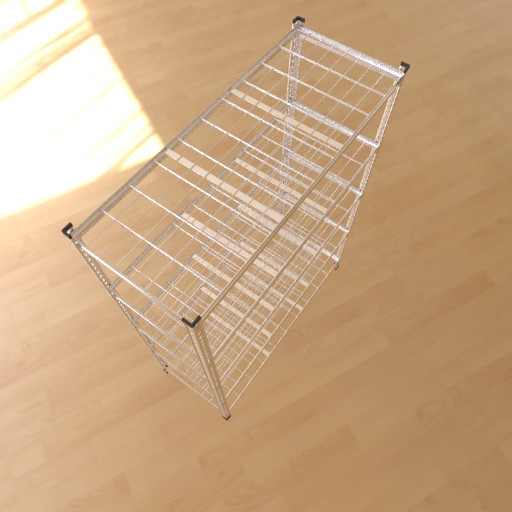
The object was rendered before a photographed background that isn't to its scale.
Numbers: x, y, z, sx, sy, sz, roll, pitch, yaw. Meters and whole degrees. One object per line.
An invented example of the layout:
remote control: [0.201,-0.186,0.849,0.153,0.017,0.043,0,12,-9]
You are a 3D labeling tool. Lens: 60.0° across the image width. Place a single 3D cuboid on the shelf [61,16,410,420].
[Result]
shelf: [0.000,0.000,2.649,0.610,1.981,1.524,33,66,16]
